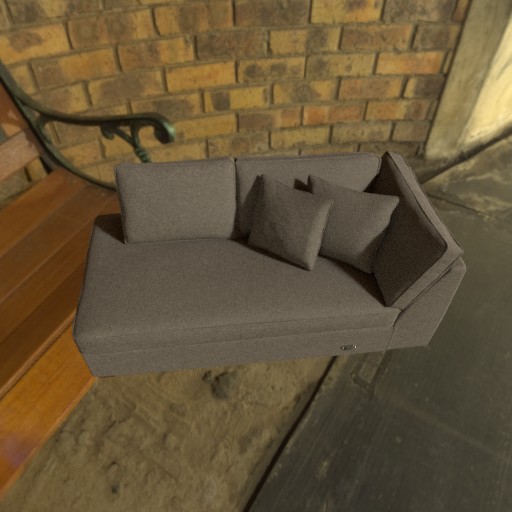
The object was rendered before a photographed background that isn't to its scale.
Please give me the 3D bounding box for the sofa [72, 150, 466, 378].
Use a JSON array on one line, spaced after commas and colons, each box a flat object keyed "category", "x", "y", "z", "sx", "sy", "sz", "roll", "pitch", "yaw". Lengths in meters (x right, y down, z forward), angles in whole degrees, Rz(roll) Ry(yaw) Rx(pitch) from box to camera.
[{"category": "sofa", "x": 0.000, "y": 0.000, "z": 2.915, "sx": 2.237, "sy": 1.033, "sz": 1.110, "roll": -4, "pitch": 46, "yaw": -4}]
